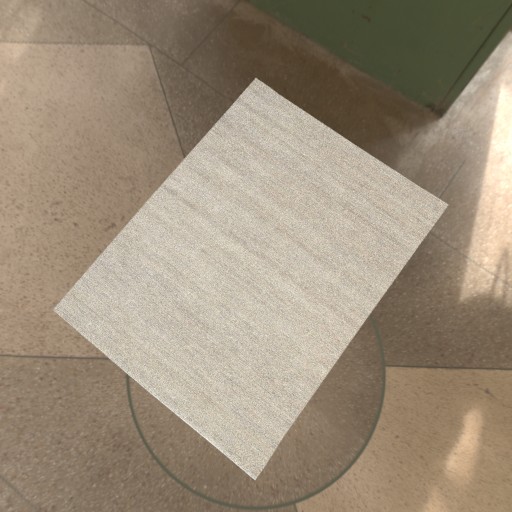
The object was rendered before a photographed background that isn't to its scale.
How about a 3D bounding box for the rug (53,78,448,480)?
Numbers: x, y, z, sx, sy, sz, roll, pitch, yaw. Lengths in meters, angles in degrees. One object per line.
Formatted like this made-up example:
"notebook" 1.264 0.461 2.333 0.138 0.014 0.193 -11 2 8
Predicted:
"rug" 0.000 0.000 4.895 2.757 0.051 3.626 37 79 8
